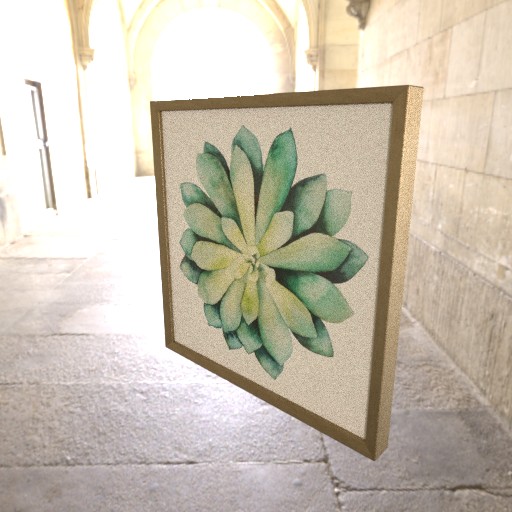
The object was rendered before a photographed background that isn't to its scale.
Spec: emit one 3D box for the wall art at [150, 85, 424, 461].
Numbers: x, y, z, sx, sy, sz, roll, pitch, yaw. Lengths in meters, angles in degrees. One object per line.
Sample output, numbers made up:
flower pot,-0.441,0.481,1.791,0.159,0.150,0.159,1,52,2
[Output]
wall art,0.000,0.000,0.743,0.503,0.506,0.040,15,22,41
